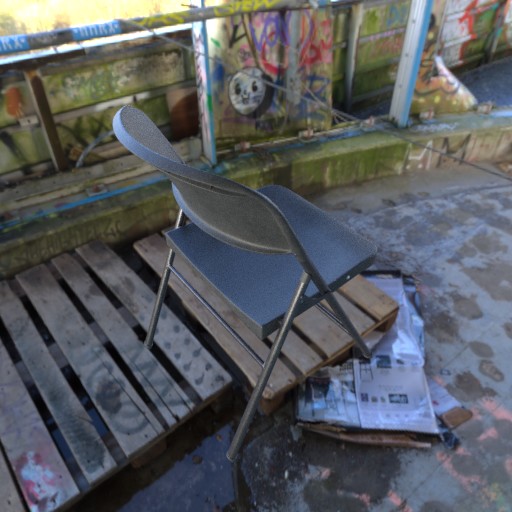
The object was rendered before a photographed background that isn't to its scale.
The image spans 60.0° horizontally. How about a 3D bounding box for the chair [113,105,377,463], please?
[{"bbox_3d":[0.000,0.000,1.161,0.567,0.810,0.494,-27,47,-28],"label":"chair"}]
